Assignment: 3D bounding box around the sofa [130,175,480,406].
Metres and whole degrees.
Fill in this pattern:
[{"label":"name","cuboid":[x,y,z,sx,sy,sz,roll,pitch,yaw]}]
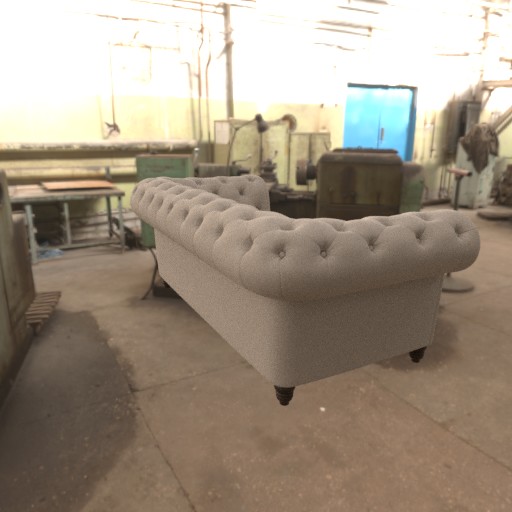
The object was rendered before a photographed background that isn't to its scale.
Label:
[{"label":"sofa","cuboid":[0.000,0.000,2.430,0.986,0.764,1.998,-8,18,-27]}]
